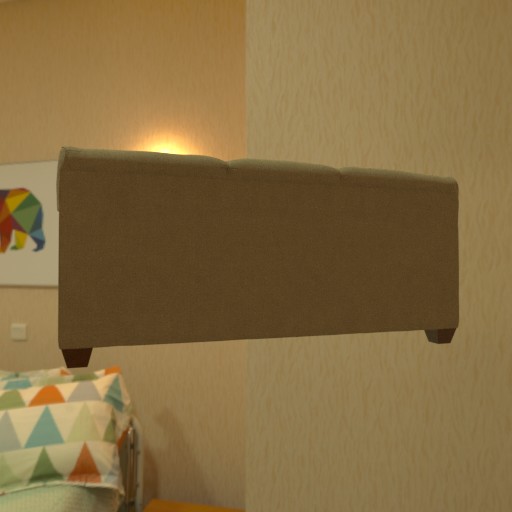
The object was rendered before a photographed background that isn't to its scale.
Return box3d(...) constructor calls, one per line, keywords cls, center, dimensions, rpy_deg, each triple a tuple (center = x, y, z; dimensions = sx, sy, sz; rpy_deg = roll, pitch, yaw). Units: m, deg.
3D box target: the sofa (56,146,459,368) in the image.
box3d(cls="sofa", center=(0.000, 0.000, 2.560), dimensions=(2.024, 0.958, 0.997), rpy_deg=(0, -1, -18))
